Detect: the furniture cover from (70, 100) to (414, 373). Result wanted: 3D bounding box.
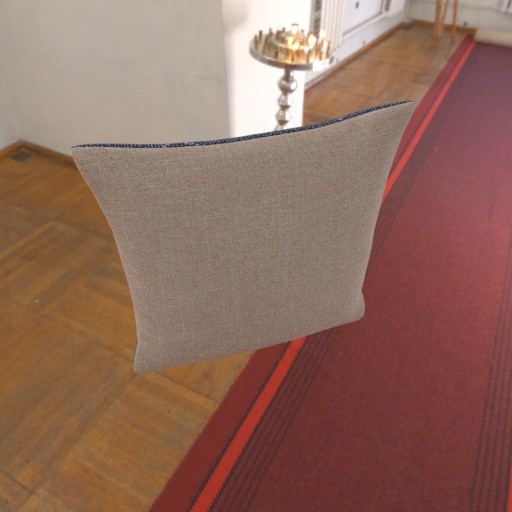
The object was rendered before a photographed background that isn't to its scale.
[{"bbox_3d":[0.000,0.000,0.787,0.511,0.503,0.162,-11,42,-13],"label":"furniture cover"}]
